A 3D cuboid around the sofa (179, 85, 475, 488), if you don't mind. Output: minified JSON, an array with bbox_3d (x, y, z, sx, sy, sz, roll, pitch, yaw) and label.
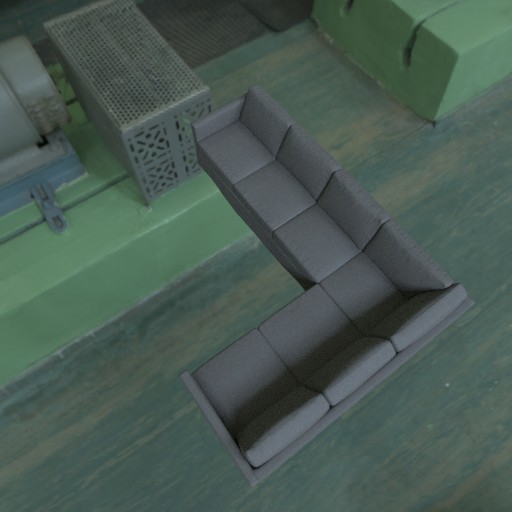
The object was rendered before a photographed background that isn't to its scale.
[{"bbox_3d":[0.000,0.000,4.301,2.432,0.871,3.182,-33,69,-15],"label":"sofa"}]
